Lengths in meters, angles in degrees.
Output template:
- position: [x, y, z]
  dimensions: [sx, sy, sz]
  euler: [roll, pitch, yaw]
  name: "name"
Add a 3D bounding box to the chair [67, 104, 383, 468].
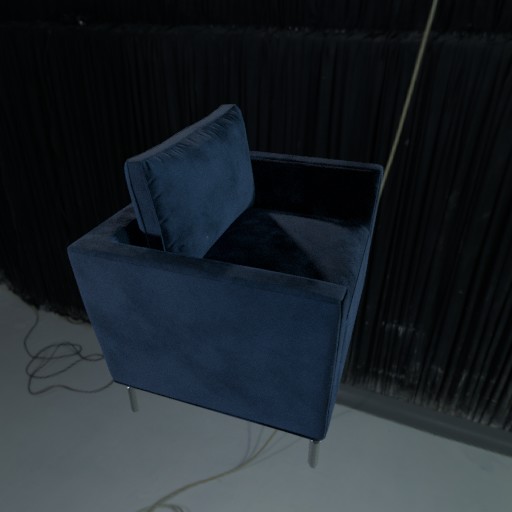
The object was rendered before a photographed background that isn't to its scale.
- position: [0.000, 0.000, 1.572]
  dimensions: [0.746, 0.893, 0.977]
  euler: [10, 32, 16]
  name: "chair"
